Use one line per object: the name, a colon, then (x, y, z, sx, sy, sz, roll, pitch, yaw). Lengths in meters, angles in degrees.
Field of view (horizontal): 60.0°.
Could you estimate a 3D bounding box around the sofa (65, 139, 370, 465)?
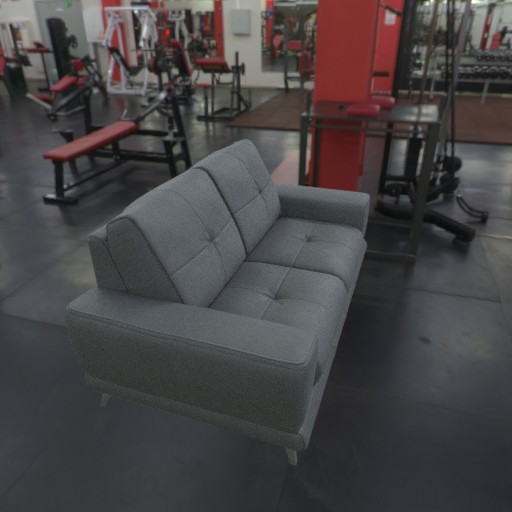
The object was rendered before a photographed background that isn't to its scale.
sofa: (0.000, 0.000, 2.366, 1.018, 0.907, 1.806, 10, 30, 17)
